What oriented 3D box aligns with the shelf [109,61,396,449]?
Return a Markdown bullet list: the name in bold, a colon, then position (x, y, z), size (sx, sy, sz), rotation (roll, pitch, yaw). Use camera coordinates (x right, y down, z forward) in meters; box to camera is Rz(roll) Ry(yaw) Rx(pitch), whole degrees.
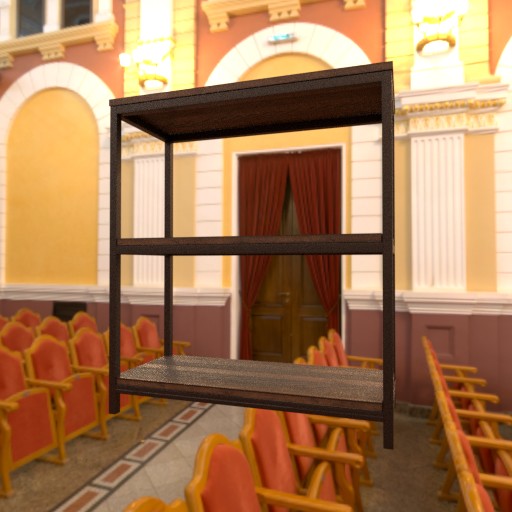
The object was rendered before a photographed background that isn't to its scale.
- **shelf**: position (0.000, 0.000, 1.374), size (0.822, 0.947, 0.352), rotation (0, -1, 18)
